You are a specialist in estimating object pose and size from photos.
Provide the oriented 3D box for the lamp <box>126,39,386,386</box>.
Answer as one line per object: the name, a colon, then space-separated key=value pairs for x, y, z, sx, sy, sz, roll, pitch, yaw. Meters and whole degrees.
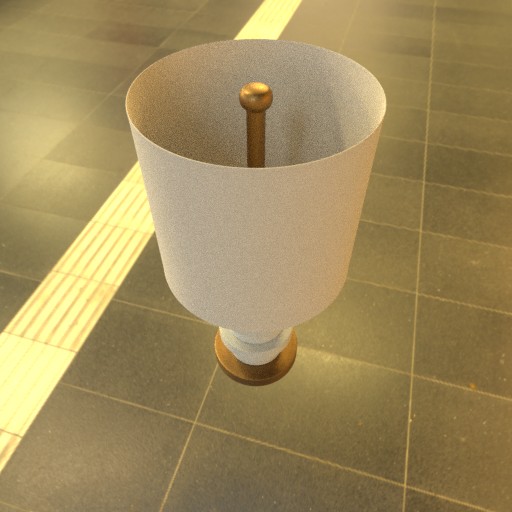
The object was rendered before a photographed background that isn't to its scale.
lamp: x=0.000 y=0.000 z=0.511 sx=0.210 sy=0.410 sz=0.210 roll=-2 pitch=48 yaw=-2
